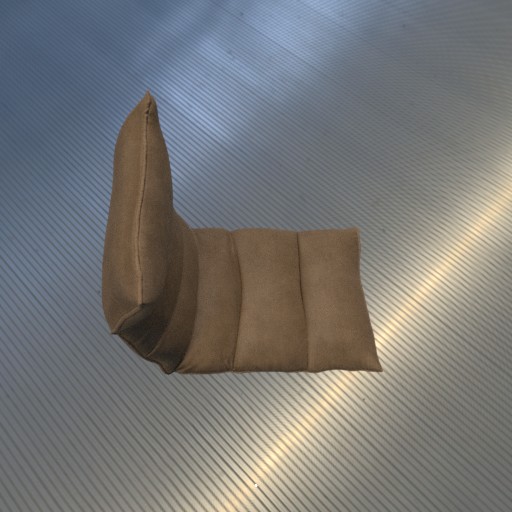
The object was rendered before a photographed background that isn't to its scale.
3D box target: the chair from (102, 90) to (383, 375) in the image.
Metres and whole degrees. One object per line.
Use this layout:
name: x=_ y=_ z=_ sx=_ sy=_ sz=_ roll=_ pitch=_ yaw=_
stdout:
chair: x=0.000 y=0.000 z=1.609 sx=0.985 sy=0.892 sz=0.714 roll=-1 pitch=63 yaw=0
